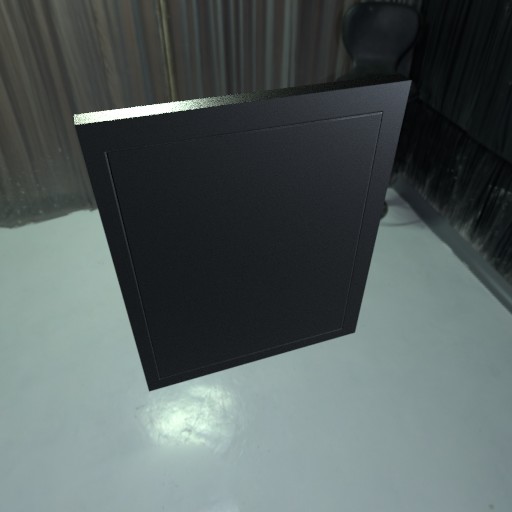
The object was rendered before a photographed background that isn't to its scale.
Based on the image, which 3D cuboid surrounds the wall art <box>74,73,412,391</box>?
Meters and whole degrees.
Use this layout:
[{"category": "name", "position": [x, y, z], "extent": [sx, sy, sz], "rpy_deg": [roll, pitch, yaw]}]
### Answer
[{"category": "wall art", "position": [0.000, 0.000, 0.770], "extent": [0.461, 0.558, 0.031], "rpy_deg": [-13, 42, -14]}]
